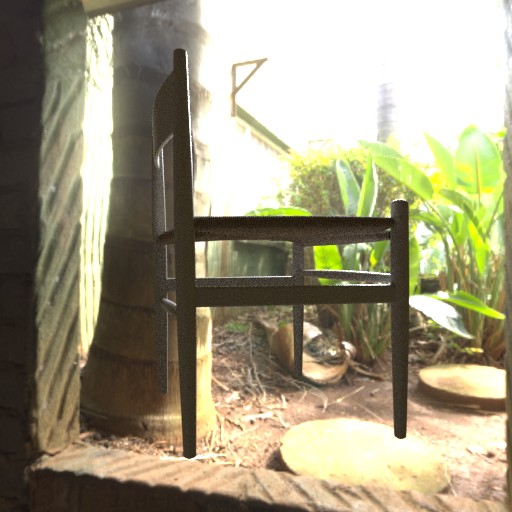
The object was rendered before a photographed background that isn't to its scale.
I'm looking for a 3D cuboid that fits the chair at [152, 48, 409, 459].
[{"bbox_3d":[0.000,0.000,1.096,0.495,0.762,0.556,0,-1,-18],"label":"chair"}]
